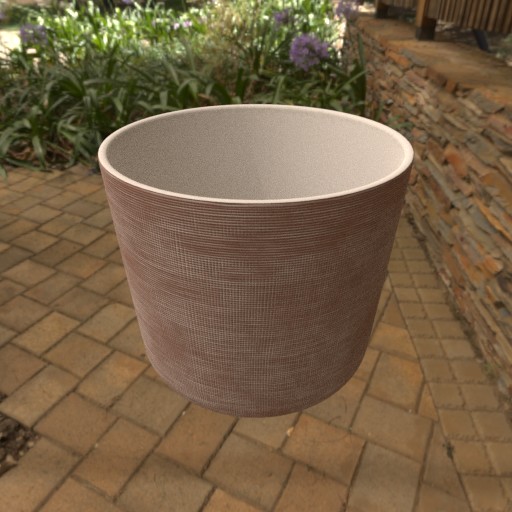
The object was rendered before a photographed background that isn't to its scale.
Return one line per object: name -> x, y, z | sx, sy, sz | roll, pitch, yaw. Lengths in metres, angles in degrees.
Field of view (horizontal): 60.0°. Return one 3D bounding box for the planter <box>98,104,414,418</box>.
planter -> 0.000, 0.000, 0.747 | 0.440, 0.398, 0.440 | 0, 32, 0
